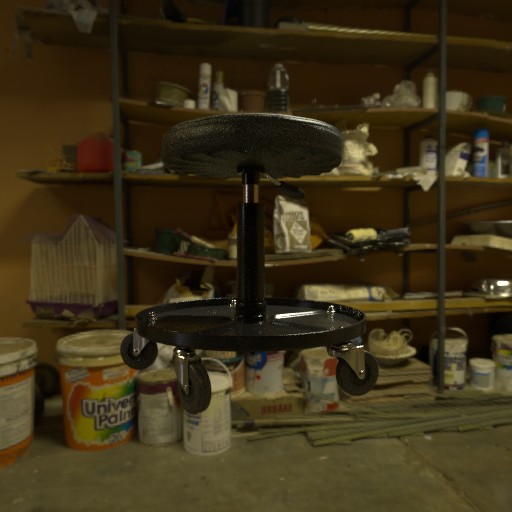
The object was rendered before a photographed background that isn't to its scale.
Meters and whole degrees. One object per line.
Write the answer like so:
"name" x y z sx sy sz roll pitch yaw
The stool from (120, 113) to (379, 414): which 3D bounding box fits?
"stool" 0.000 0.000 0.688 0.381 0.365 0.382 2 3 37
